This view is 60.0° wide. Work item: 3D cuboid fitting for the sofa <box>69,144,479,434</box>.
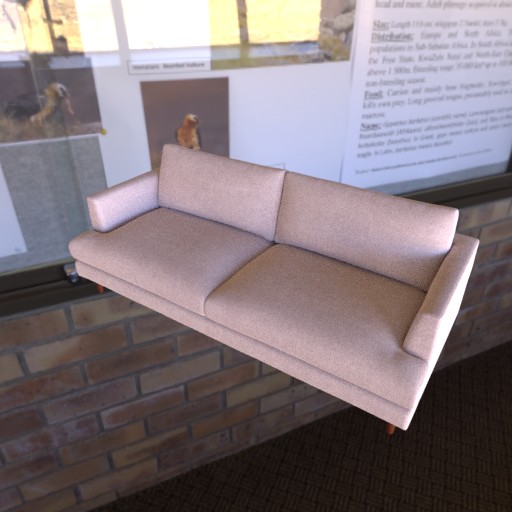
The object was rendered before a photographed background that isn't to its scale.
[{"bbox_3d":[0.000,0.000,2.668,2.250,0.868,1.020,19,36,28],"label":"sofa"}]
